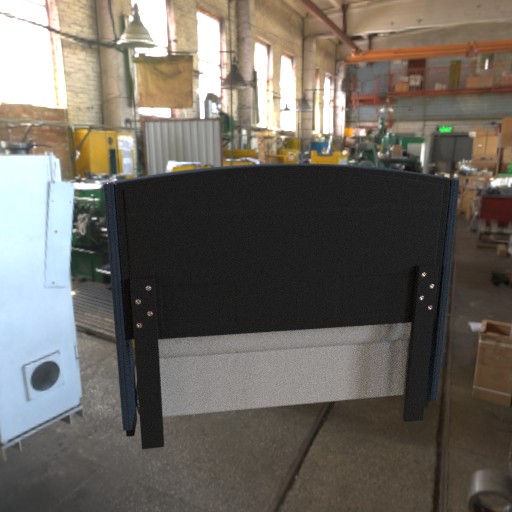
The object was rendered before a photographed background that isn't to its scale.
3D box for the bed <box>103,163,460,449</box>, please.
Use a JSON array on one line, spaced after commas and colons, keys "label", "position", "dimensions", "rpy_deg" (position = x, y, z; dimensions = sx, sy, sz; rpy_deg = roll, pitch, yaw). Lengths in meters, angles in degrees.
[{"label": "bed", "position": [0.000, 0.000, 3.261], "dimensions": [1.710, 1.407, 2.237], "rpy_deg": [-2, 14, -9]}]
